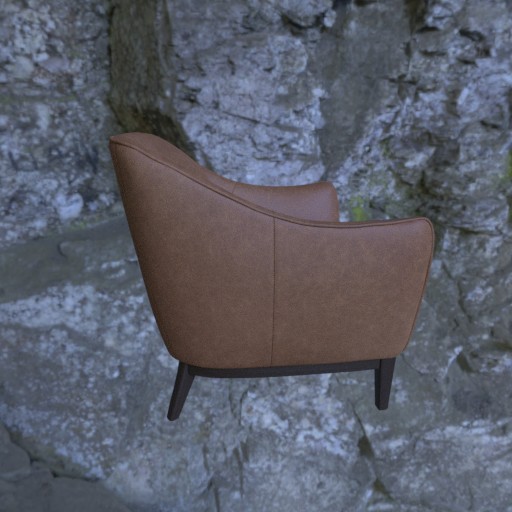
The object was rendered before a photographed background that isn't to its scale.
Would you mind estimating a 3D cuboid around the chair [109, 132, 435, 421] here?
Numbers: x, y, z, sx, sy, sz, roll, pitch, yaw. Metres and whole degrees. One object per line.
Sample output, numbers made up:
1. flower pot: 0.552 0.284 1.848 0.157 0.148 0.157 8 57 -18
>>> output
1. chair: 0.000 0.000 1.545 0.852 0.830 0.871 -2 16 -9
